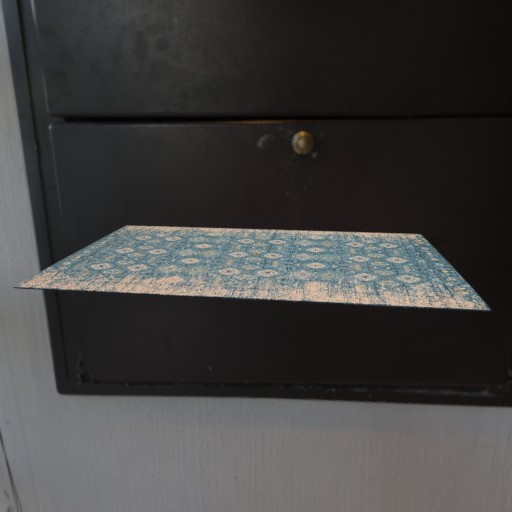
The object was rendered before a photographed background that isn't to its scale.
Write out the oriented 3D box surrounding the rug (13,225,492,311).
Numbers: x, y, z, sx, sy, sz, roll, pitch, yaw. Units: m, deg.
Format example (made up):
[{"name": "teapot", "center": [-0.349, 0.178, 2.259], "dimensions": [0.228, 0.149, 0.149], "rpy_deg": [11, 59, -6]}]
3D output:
[{"name": "rug", "center": [0.000, 0.000, 2.150], "dimensions": [1.795, 0.008, 1.102], "rpy_deg": [2, 17, 7]}]
